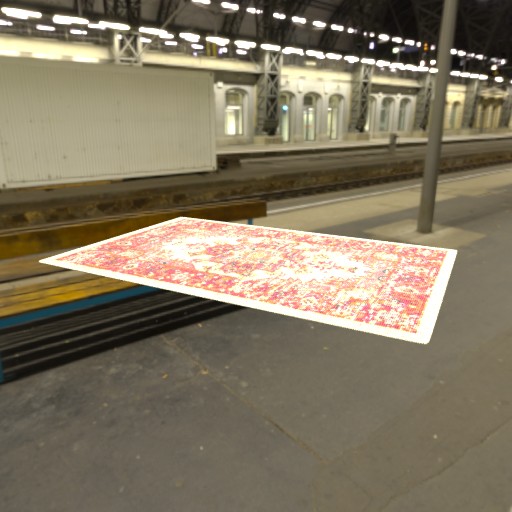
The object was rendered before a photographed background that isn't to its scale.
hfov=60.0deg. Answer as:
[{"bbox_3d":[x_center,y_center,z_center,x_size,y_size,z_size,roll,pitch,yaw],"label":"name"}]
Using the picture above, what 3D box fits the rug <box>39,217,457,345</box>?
[{"bbox_3d":[0.000,0.000,1.084,0.868,0.004,0.556,9,19,26],"label":"rug"}]
